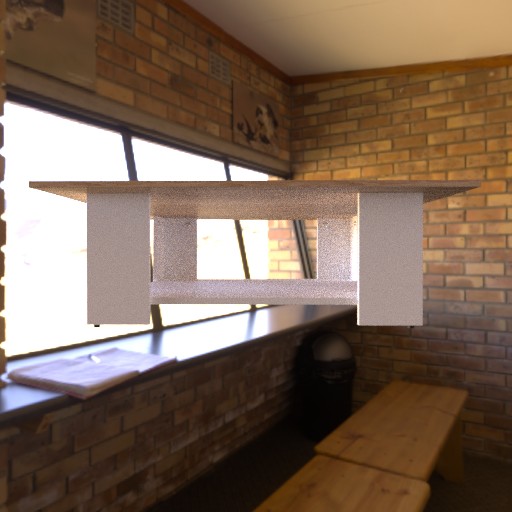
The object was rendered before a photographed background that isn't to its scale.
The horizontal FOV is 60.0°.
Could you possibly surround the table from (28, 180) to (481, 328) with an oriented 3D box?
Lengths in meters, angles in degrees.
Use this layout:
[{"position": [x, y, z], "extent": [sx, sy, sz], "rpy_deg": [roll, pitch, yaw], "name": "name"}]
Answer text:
[{"position": [0.000, 0.000, 1.316], "extent": [0.890, 0.305, 0.890], "rpy_deg": [0, 0, 1], "name": "table"}]
